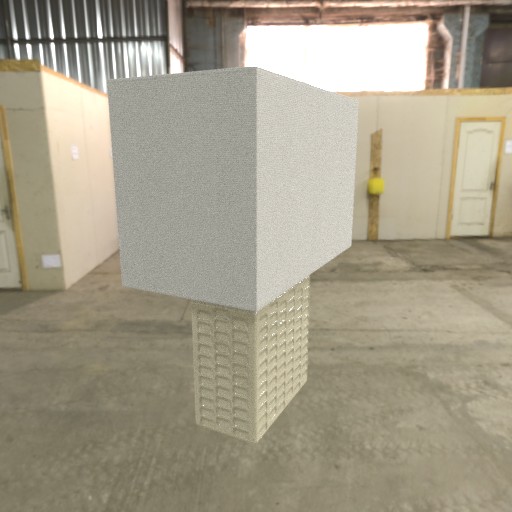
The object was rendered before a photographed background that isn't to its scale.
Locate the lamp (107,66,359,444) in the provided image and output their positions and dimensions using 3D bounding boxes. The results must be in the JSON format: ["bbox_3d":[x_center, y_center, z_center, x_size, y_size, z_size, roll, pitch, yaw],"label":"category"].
[{"bbox_3d":[0.000,0.000,0.699,0.200,0.515,0.380,7,16,27],"label":"lamp"}]
